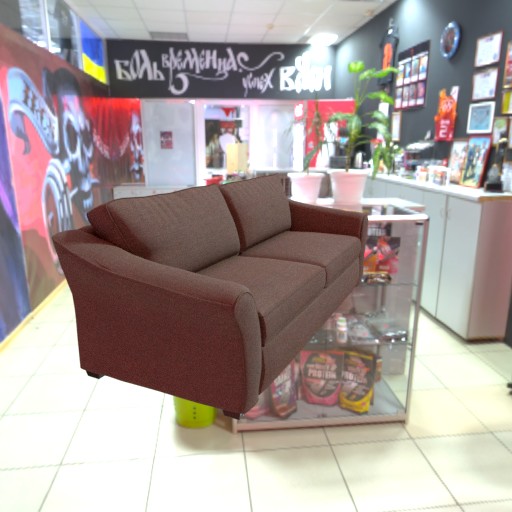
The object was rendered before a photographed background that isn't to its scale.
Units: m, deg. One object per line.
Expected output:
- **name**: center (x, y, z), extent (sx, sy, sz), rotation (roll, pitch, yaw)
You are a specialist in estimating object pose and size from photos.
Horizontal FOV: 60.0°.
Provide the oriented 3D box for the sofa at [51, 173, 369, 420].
- **sofa**: center (0.000, 0.000, 2.829), extent (0.986, 0.906, 2.270), rotation (7, 16, 25)
